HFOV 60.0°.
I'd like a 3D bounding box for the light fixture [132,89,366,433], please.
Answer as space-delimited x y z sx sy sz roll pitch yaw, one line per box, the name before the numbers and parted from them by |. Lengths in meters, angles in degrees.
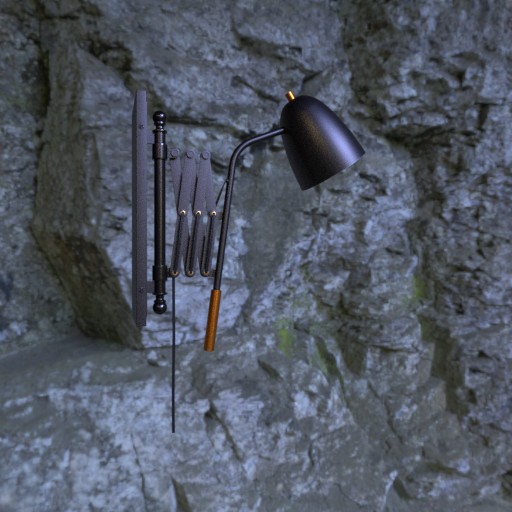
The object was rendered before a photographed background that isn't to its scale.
light fixture | 0.000 0.000 0.939 0.499 0.715 0.162 0 0 -18
